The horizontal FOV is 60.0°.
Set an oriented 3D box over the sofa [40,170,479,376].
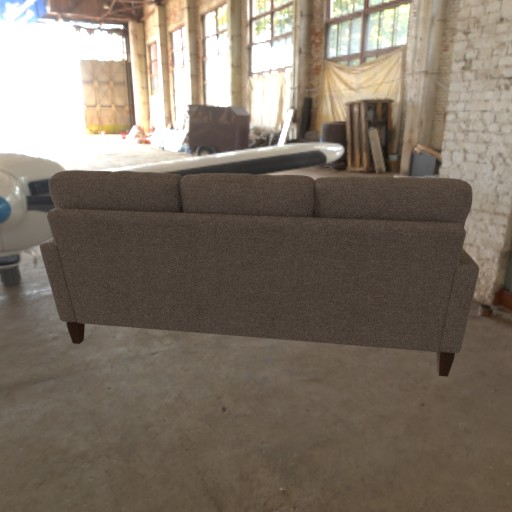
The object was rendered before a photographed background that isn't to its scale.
[{"bbox_3d":[0.000,0.000,2.504,2.115,0.984,0.888,3,18,9],"label":"sofa"}]
